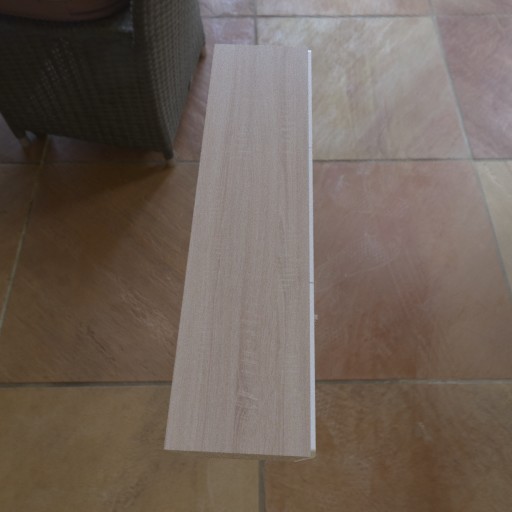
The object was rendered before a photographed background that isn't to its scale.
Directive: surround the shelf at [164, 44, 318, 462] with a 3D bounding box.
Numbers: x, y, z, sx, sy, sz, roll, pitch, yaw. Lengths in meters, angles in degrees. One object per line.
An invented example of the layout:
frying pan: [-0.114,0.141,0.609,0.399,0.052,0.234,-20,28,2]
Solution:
shelf: [0.000,0.000,1.795,0.400,0.780,1.490,2,64,1]
